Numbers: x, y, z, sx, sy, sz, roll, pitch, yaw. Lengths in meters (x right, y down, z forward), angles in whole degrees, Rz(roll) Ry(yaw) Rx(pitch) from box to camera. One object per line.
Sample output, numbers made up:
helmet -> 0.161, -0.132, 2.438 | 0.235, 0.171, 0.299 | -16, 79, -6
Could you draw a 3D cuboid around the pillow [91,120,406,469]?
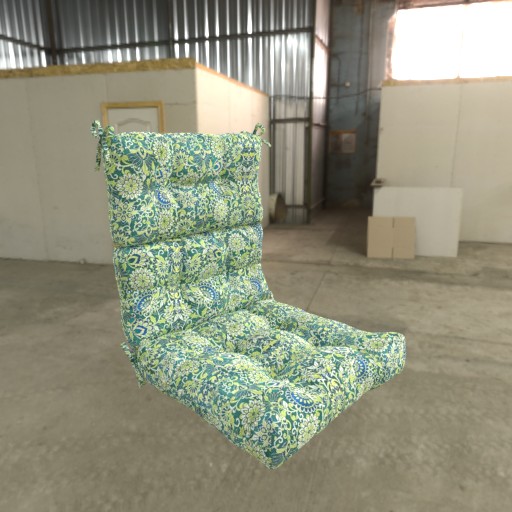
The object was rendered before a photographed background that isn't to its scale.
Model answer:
pillow -> 0.000, 0.000, 1.020 | 0.571, 0.605, 0.519 | 14, 21, 43
